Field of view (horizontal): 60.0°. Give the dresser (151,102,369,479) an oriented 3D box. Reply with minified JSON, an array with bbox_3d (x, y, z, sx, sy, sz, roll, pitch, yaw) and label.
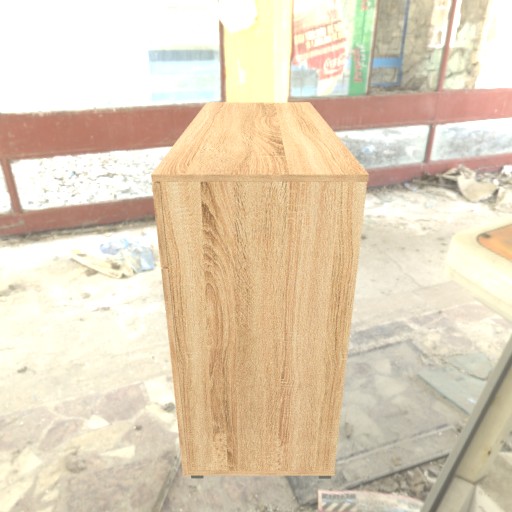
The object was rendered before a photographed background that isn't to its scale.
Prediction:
[{"bbox_3d":[0.000,0.000,1.570,0.450,0.900,1.100,0,26,0],"label":"dresser"}]
